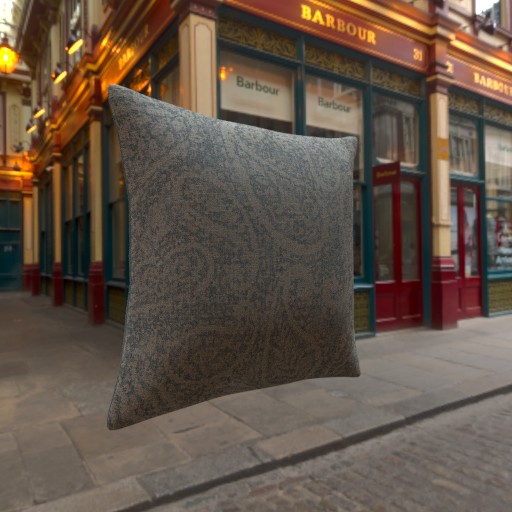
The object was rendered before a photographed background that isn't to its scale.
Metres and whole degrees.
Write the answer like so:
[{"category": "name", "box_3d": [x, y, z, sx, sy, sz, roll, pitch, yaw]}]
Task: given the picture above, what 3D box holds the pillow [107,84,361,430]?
[{"category": "pillow", "box_3d": [0.000, 0.000, 0.792, 0.526, 0.507, 0.166, 0, 0, -34]}]
